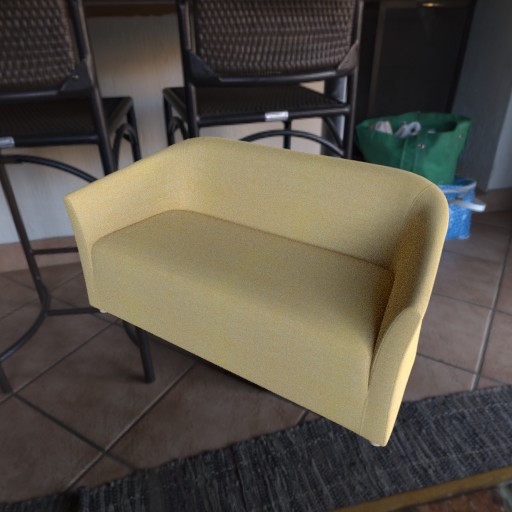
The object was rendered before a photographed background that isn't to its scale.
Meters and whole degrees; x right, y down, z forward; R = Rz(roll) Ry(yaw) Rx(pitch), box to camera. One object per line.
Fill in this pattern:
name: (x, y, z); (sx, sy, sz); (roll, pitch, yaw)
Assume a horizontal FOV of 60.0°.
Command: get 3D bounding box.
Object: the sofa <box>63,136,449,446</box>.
sofa: (0.000, 0.000, 1.821); (1.452, 0.721, 0.705); (18, 34, 29)
